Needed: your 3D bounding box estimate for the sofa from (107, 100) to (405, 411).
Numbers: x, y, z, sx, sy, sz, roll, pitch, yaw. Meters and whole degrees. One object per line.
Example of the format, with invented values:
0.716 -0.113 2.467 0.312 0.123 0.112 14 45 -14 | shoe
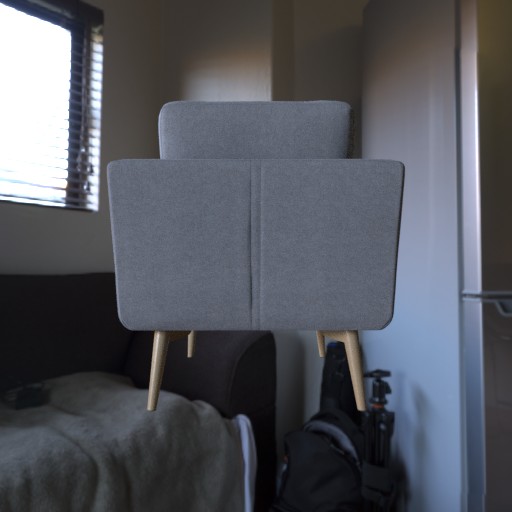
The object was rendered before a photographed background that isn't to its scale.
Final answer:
0.000 0.000 1.538 0.770 0.860 0.920 0 -2 0 | sofa
